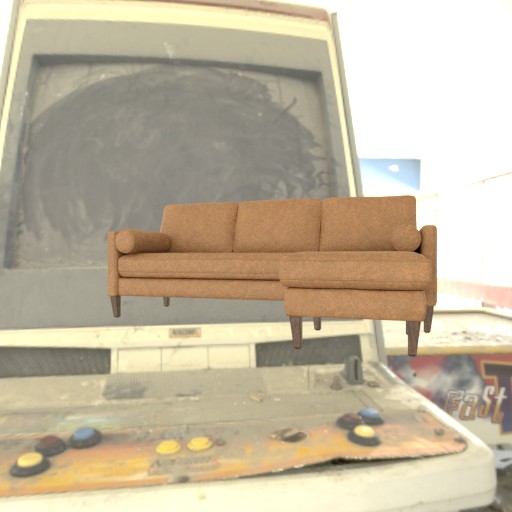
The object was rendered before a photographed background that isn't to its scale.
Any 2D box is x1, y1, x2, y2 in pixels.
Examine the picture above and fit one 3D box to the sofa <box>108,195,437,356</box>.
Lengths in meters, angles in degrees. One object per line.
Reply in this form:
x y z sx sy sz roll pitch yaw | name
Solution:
0.000 0.000 2.869 2.178 0.876 1.506 0 0 18 | sofa
